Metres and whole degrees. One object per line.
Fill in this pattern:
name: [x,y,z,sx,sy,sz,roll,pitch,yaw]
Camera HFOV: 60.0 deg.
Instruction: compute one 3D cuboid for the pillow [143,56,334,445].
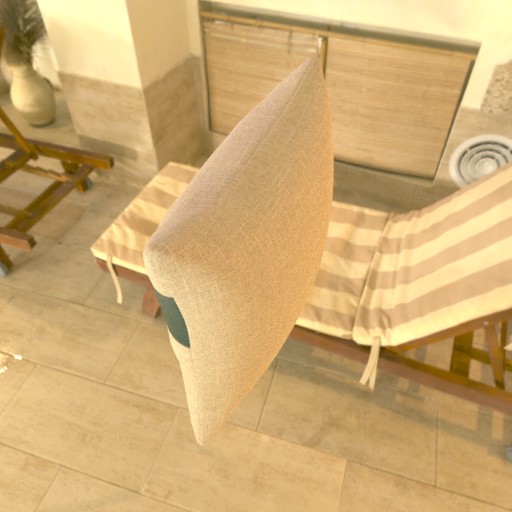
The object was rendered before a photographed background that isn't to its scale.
pillow: [0.000,0.000,0.616,0.173,0.399,0.414,17,48,16]
